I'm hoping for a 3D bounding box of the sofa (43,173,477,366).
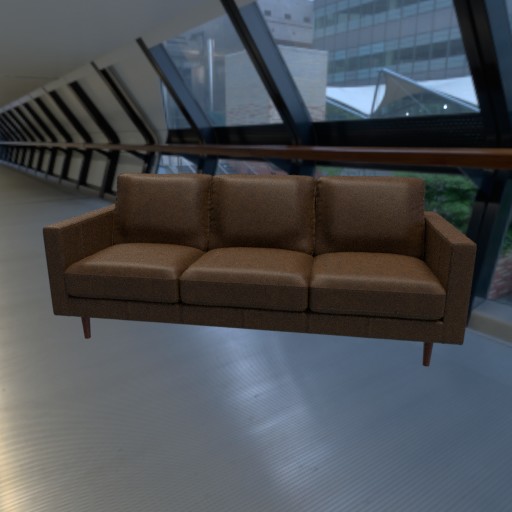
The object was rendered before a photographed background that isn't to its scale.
[{"bbox_3d":[0.000,0.000,2.690,2.231,0.930,0.903,3,16,9],"label":"sofa"}]
